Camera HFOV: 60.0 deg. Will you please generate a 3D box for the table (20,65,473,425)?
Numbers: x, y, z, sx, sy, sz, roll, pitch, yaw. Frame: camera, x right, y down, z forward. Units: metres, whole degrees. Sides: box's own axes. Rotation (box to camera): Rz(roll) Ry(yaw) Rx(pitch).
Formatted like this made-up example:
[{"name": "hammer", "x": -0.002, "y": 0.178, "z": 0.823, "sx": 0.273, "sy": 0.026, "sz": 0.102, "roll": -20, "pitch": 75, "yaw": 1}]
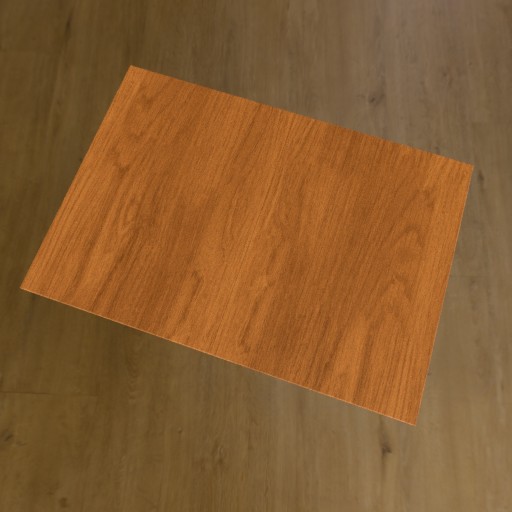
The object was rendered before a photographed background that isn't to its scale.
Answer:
[{"name": "table", "x": 0.000, "y": 0.000, "z": 1.856, "sx": 1.300, "sy": 0.770, "sz": 0.900, "roll": 18, "pitch": 75, "yaw": 5}]
